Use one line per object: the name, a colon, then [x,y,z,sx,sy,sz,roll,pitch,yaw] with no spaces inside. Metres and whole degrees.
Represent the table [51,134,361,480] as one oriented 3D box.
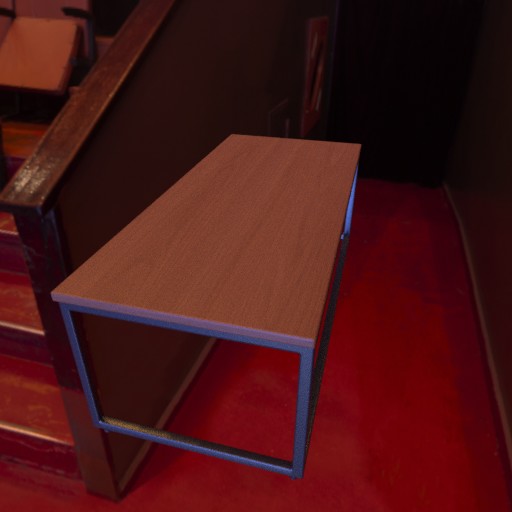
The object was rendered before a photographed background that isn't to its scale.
table: [0.000,0.000,1.332,0.500,0.400,1.100,8,32,13]
